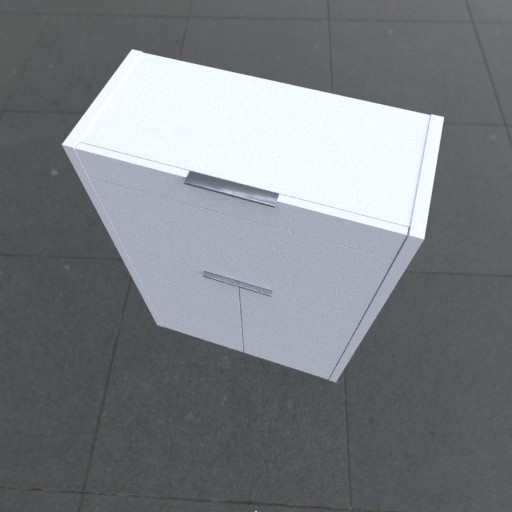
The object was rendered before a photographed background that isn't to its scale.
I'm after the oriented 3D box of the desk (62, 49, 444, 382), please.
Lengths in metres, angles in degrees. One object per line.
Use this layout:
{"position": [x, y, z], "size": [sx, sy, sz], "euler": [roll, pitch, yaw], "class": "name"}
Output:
{"position": [0.000, 0.000, 1.584], "size": [0.850, 1.190, 0.390], "euler": [16, 61, 9], "class": "desk"}
